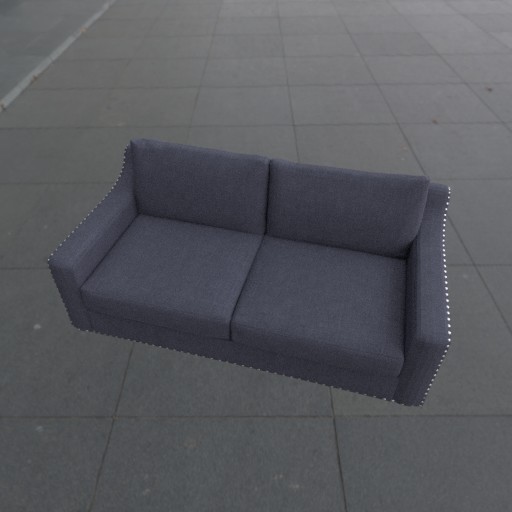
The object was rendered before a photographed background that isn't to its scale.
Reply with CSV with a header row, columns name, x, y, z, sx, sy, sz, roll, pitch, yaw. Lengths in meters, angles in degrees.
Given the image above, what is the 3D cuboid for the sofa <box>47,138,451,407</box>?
name,x,y,z,sx,sy,sz,roll,pitch,yaw
sofa,0.000,0.000,3.226,2.550,1.196,1.336,10,42,11
